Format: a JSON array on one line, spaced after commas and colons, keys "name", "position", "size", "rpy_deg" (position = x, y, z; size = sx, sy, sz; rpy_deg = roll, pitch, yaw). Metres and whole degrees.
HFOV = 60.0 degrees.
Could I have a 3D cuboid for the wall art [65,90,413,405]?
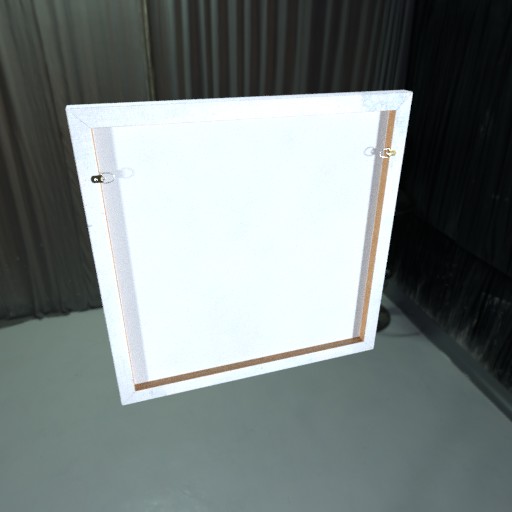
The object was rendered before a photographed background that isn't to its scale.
[{"name": "wall art", "position": [0.000, 0.000, 1.124], "size": [0.762, 0.762, 0.041], "rpy_deg": [-8, 29, -16]}]
